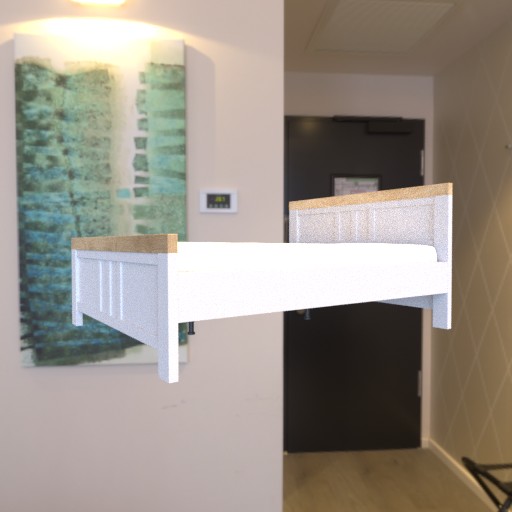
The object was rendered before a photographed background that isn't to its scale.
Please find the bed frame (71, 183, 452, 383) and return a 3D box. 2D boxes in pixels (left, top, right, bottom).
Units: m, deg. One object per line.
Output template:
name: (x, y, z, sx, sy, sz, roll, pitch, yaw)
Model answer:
bed frame: (0.000, 0.000, 3.072, 2.050, 0.980, 1.670, -1, 2, -35)
